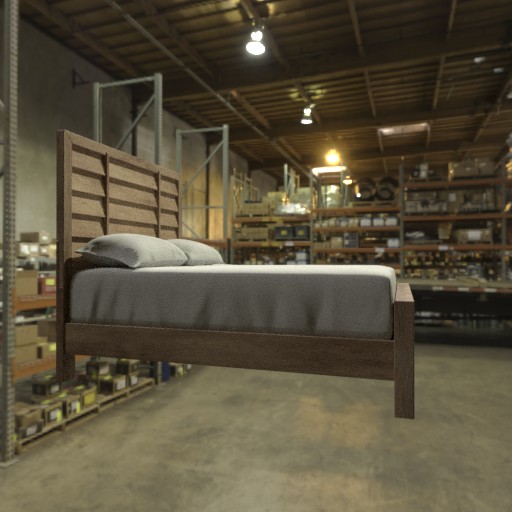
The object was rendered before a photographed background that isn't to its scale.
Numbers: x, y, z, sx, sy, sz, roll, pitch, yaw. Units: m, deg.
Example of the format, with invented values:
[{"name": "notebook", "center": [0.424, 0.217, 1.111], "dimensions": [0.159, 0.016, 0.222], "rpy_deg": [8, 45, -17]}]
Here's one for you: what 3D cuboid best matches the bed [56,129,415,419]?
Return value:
[{"name": "bed", "center": [0.000, 0.000, 3.299], "dimensions": [2.197, 1.626, 1.626], "rpy_deg": [0, 0, 18]}]
